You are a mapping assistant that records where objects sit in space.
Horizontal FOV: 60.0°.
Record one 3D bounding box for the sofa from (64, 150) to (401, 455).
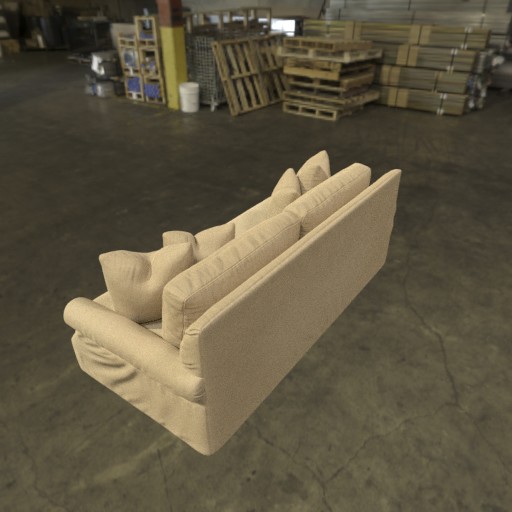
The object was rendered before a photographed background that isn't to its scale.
[{"bbox_3d":[0.000,0.000,2.880,1.067,0.904,2.285,21,37,30],"label":"sofa"}]
